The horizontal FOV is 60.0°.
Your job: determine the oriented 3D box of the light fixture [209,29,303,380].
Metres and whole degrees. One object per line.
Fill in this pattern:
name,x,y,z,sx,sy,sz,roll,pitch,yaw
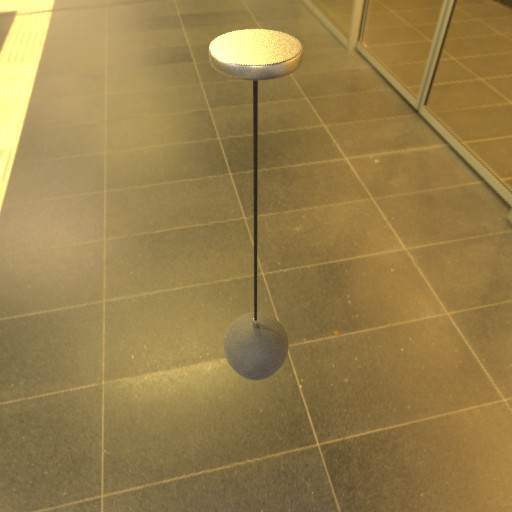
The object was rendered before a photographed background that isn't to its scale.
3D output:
light fixture,0.000,0.000,0.830,0.153,0.760,0.153,-25,51,-22
